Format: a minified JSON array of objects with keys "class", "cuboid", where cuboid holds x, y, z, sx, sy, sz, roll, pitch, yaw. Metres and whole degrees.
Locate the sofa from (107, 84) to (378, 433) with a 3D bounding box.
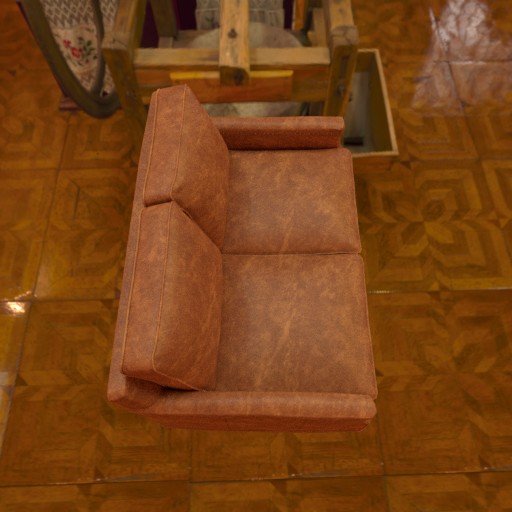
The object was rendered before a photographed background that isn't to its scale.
[{"class":"sofa","cuboid":[0.000,0.000,2.223,1.084,1.003,1.597,0,64,0]}]
